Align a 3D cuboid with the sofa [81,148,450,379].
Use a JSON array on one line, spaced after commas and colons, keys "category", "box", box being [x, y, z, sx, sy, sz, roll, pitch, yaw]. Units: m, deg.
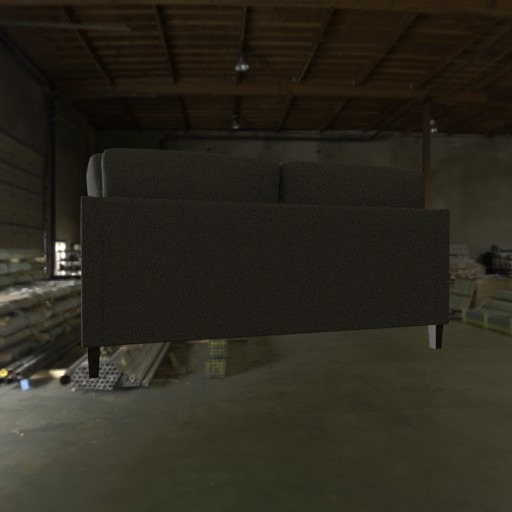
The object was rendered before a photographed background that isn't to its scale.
[{"category": "sofa", "box": [0.000, 0.000, 2.378, 1.751, 0.920, 0.969, 0, 1, -18]}]
